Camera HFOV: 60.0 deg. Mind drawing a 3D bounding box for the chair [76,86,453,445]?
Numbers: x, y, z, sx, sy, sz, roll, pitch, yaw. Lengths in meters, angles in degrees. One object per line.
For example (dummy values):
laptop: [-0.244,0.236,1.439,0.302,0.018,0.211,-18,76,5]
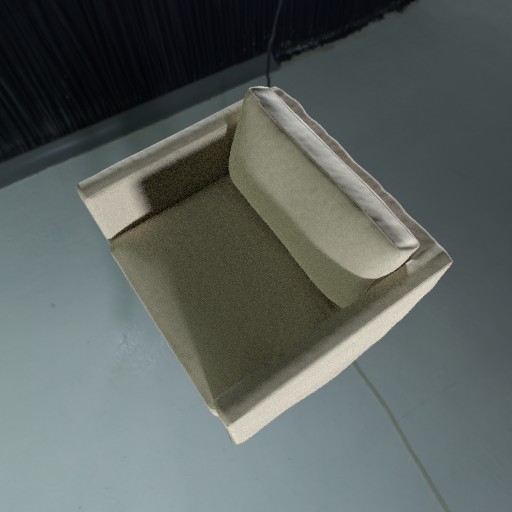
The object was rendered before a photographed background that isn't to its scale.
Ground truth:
chair: [0.000,0.000,1.792,0.949,0.867,1.057,-32,68,-15]
